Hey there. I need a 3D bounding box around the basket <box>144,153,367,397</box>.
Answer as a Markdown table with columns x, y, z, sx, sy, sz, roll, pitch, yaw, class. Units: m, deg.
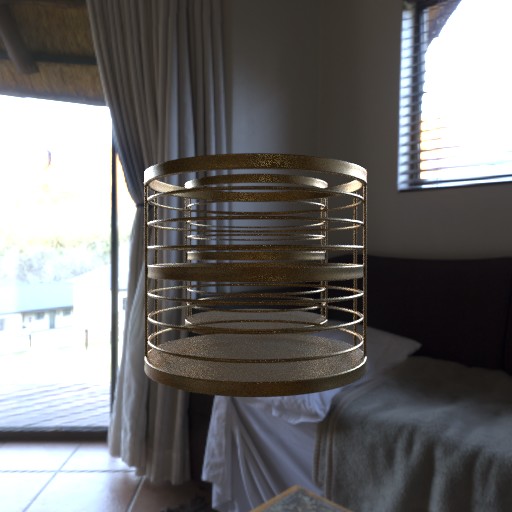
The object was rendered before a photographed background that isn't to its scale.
| x | y | z | sx | sy | sz | roll | pitch | yaw | class |
| --- | --- | --- | --- | --- | --- | --- | --- | --- | --- |
| 0.000 | 0.000 | 0.925 | 0.356 | 0.351 | 0.746 | 0 | 0 | 0 | basket |
